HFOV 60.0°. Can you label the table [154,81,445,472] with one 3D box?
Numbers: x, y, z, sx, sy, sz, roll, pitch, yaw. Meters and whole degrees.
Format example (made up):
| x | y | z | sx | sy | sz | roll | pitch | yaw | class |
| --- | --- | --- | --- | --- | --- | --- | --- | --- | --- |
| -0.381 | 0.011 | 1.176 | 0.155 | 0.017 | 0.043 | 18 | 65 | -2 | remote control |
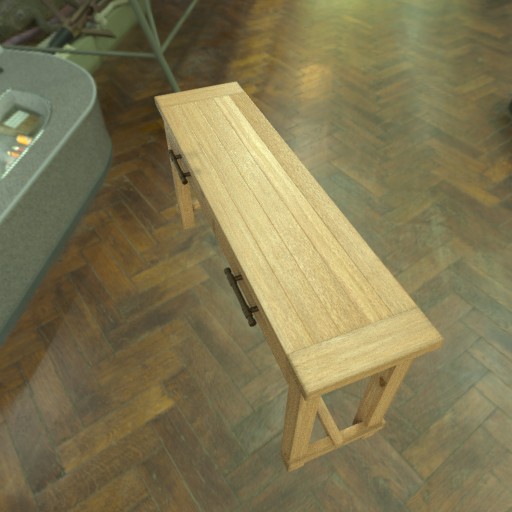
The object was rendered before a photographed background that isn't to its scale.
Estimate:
| x | y | z | sx | sy | sz | roll | pitch | yaw | class |
| --- | --- | --- | --- | --- | --- | --- | --- | --- | --- |
| 0.000 | 0.000 | 1.904 | 0.442 | 0.762 | 1.599 | -17 | 49 | -15 | table |
